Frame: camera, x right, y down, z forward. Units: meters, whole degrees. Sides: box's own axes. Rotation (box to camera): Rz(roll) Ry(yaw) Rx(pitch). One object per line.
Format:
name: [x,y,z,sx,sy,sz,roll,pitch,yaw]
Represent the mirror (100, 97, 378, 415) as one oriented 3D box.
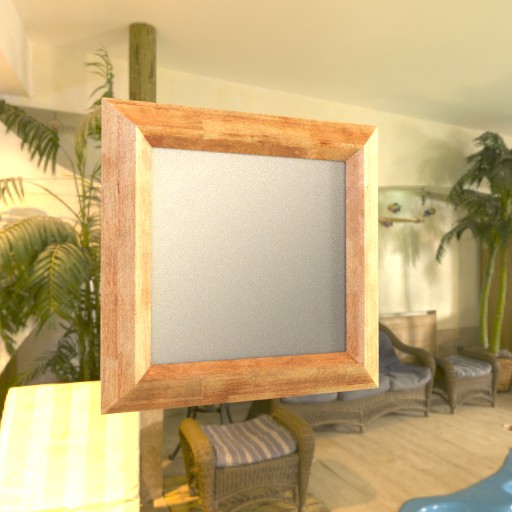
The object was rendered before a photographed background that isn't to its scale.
mirror: [0.000,0.000,0.983,0.651,0.651,0.047,0,-1,-17]
